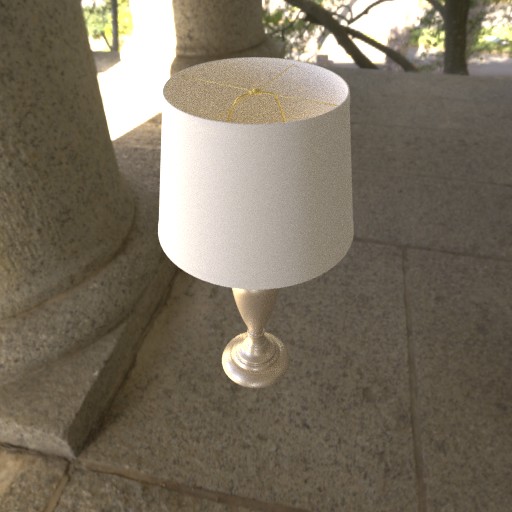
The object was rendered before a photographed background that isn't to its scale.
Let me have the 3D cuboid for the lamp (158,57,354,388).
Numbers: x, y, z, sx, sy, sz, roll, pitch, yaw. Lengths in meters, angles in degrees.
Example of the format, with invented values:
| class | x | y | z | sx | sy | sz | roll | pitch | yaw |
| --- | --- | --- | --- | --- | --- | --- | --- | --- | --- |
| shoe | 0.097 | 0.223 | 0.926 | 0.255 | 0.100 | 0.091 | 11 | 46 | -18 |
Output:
| class | x | y | z | sx | sy | sz | roll | pitch | yaw |
| --- | --- | --- | --- | --- | --- | --- | --- | --- | --- |
| lamp | 0.000 | 0.000 | 0.804 | 0.328 | 0.612 | 0.328 | 0 | 40 | 0 |
